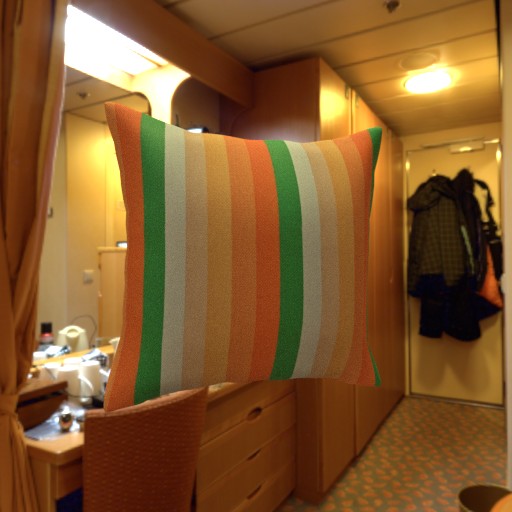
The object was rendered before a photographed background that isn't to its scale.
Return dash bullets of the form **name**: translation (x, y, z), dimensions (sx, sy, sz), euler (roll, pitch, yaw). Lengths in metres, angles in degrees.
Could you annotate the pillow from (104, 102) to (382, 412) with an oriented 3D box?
- **pillow**: translation (0.000, 0.000, 0.697), dimensions (0.453, 0.444, 0.169), euler (0, -1, -17)
